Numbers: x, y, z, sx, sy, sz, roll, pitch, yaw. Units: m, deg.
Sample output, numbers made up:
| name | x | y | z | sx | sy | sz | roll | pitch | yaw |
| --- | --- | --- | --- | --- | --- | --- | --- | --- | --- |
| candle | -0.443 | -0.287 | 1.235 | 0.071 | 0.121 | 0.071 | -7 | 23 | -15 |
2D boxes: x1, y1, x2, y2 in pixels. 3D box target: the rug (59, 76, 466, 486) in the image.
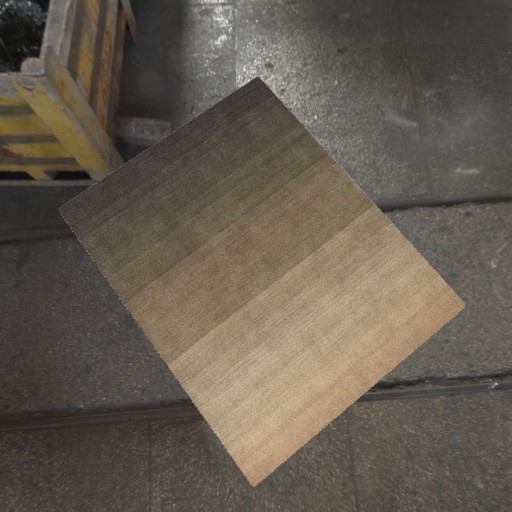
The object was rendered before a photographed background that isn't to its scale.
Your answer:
| name | x | y | z | sx | sy | sz | roll | pitch | yaw |
| --- | --- | --- | --- | --- | --- | --- | --- | --- | --- |
| rug | 0.000 | 0.000 | 3.892 | 2.306 | 0.017 | 2.902 | -37 | 78 | -9 |
